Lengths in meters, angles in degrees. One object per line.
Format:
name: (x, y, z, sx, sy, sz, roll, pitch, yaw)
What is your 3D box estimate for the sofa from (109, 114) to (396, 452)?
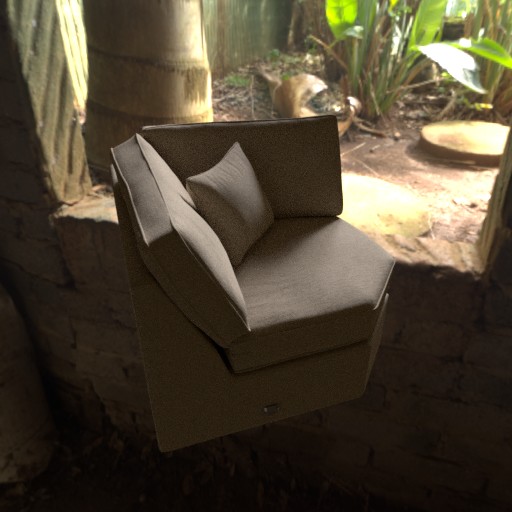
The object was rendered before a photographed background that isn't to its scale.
sofa: (0.000, 0.000, 1.830, 1.042, 0.937, 1.050, -9, 31, -16)
